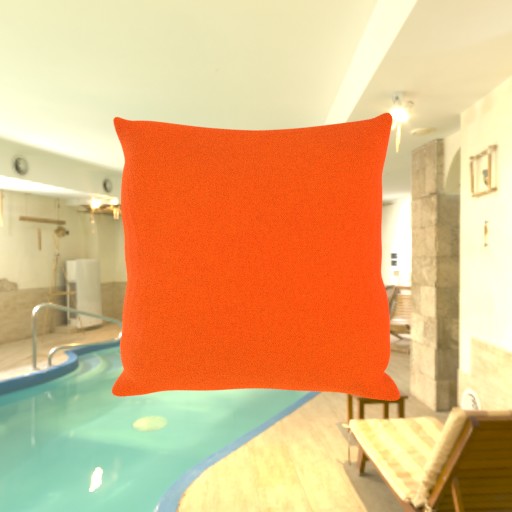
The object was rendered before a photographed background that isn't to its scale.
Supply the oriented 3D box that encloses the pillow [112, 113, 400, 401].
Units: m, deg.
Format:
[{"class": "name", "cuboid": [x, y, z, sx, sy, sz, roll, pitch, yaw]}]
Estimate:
[{"class": "pillow", "cuboid": [0.000, 0.000, 0.683, 0.440, 0.441, 0.182, 0, 0, 0]}]
